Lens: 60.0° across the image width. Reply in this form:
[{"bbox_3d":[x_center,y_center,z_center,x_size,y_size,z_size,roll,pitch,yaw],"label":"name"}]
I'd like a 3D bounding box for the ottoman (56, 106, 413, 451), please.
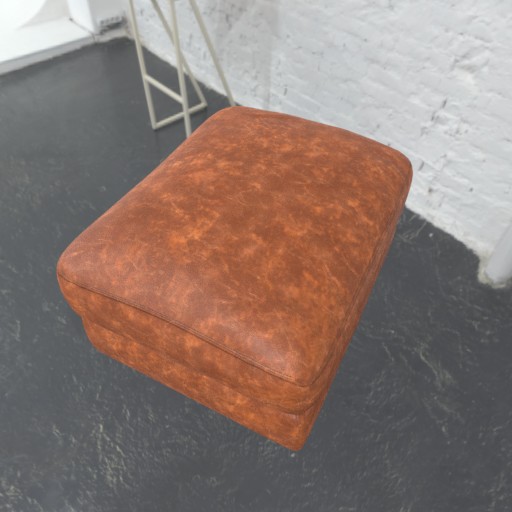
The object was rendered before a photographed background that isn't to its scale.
[{"bbox_3d":[0.000,0.000,1.251,0.657,0.562,0.832,21,51,18],"label":"ottoman"}]
